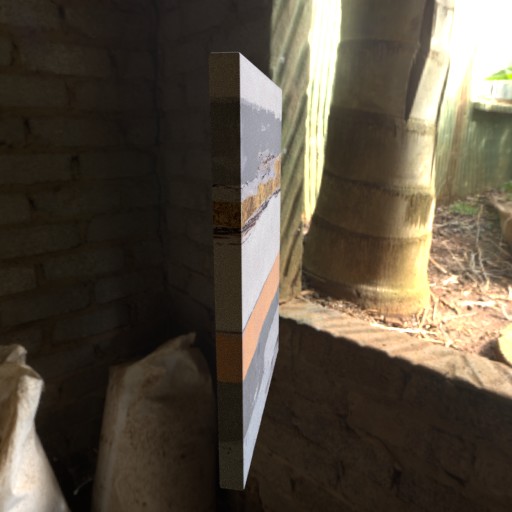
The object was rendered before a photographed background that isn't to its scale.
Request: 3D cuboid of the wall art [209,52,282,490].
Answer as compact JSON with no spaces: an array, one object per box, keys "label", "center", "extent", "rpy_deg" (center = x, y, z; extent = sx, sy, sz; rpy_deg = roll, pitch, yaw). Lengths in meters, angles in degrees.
[{"label":"wall art","center":[0.000,0.000,0.805],"extent":[0.038,0.609,0.456],"rpy_deg":[3,16,9]}]
